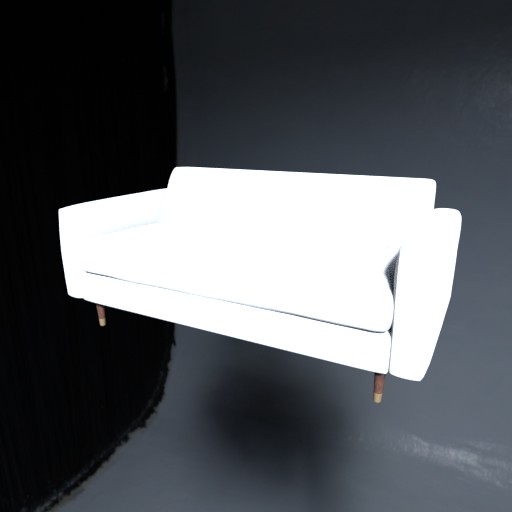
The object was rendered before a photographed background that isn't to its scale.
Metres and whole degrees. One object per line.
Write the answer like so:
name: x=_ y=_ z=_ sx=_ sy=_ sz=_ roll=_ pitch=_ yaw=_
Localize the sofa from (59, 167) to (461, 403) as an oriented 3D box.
sofa: x=0.000 y=0.000 z=2.350 sx=1.895 sy=0.814 sz=0.969 roll=8 pitch=18 yaw=27
